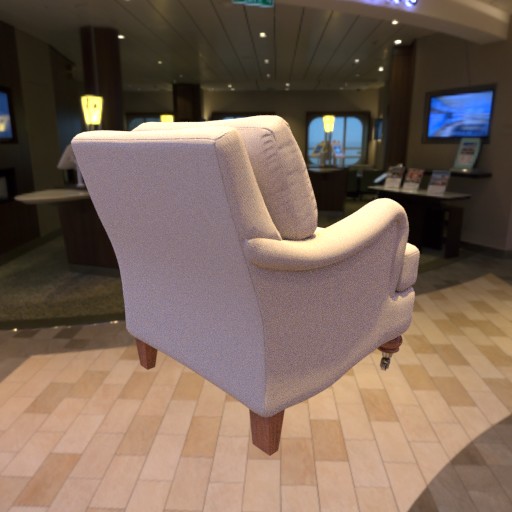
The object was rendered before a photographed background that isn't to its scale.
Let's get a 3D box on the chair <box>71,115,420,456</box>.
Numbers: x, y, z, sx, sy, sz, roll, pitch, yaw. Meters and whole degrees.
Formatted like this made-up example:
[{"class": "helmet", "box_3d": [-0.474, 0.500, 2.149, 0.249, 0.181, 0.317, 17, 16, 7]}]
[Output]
[{"class": "chair", "box_3d": [0.000, 0.000, 1.789, 1.070, 1.038, 0.955, -13, 20, -42]}]
